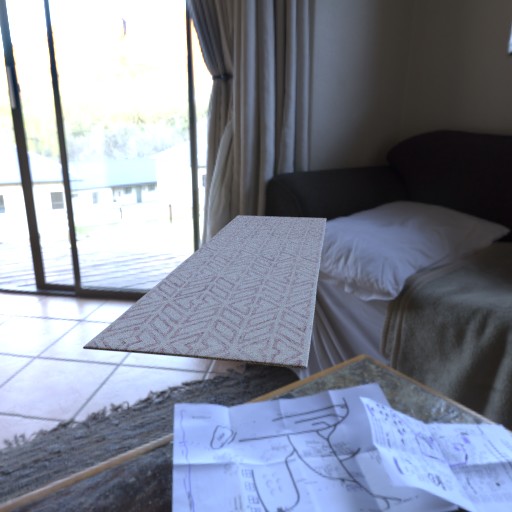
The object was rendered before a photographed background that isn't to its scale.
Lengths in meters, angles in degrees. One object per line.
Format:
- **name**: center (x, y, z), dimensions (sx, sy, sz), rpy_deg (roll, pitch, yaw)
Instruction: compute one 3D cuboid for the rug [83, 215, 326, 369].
- **rug**: center (0.000, 0.000, 2.574), dimensions (0.750, 0.009, 2.435), rpy_deg (3, 16, 10)
